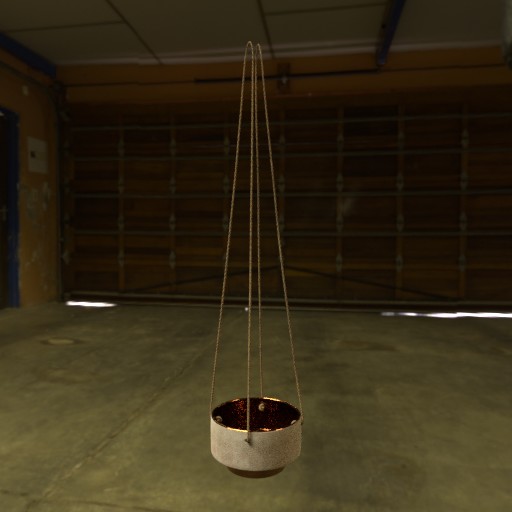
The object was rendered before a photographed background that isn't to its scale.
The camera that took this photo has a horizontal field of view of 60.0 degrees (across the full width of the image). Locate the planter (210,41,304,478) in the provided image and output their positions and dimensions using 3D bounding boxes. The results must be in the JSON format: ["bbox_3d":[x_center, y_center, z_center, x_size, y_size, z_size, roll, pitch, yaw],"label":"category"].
[{"bbox_3d":[0.000,0.000,1.089,0.223,1.030,0.223,-1,2,-36],"label":"planter"}]
